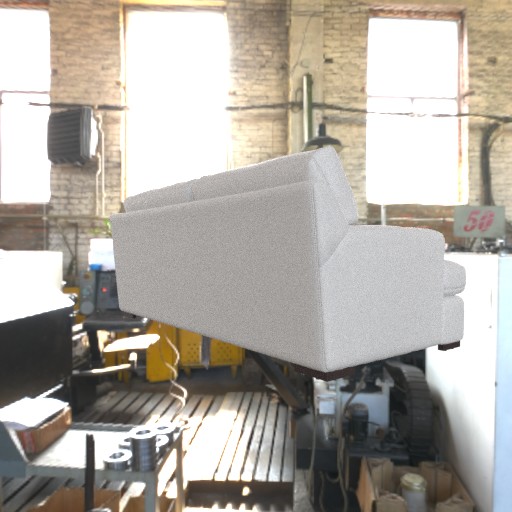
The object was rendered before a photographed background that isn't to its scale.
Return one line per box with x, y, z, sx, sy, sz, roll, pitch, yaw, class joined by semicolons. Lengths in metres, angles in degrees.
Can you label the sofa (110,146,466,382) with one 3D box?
0.000;0.000;2.828;1.143;0.940;2.261;-1;1;-37;sofa
